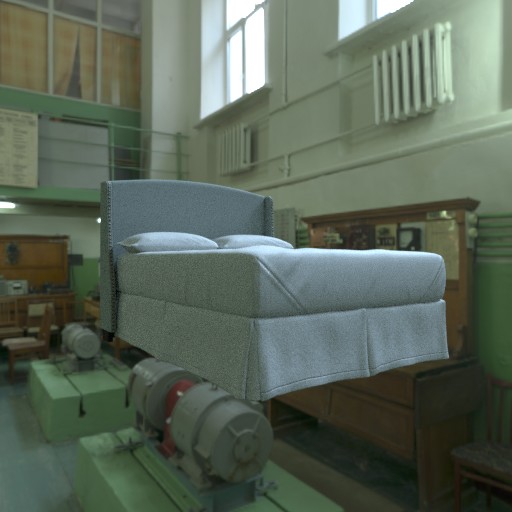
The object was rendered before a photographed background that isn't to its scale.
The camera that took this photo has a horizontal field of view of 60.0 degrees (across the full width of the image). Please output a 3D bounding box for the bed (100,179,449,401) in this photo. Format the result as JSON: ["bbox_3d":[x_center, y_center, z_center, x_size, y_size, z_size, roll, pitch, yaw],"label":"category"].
[{"bbox_3d":[0.000,0.000,3.365,1.710,1.407,2.237,0,0,-35],"label":"bed"}]
